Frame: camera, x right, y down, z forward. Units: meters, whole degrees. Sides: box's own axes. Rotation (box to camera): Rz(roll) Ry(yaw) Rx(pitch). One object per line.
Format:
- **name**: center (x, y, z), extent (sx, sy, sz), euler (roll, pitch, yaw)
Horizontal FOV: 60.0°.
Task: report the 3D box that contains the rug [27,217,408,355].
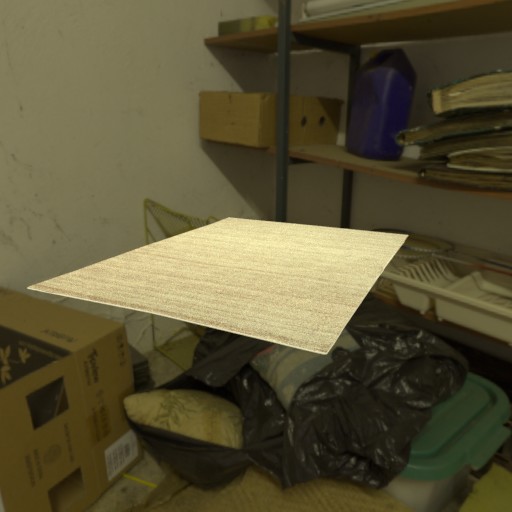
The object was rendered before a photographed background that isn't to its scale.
- **rug**: center (0.000, 0.000, 4.337), extent (2.434, 0.045, 3.202), euler (8, 18, 25)
